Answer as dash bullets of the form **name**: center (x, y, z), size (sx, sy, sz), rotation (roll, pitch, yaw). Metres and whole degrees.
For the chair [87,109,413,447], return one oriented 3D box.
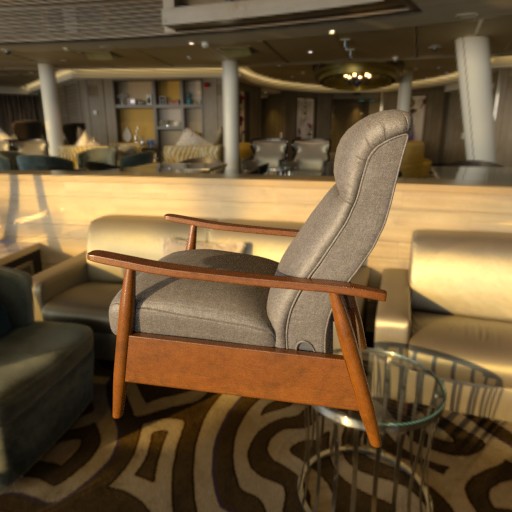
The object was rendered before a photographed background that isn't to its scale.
- **chair**: center (0.000, 0.000, 1.760), size (1.014, 1.081, 0.762), rotation (3, 16, 9)
